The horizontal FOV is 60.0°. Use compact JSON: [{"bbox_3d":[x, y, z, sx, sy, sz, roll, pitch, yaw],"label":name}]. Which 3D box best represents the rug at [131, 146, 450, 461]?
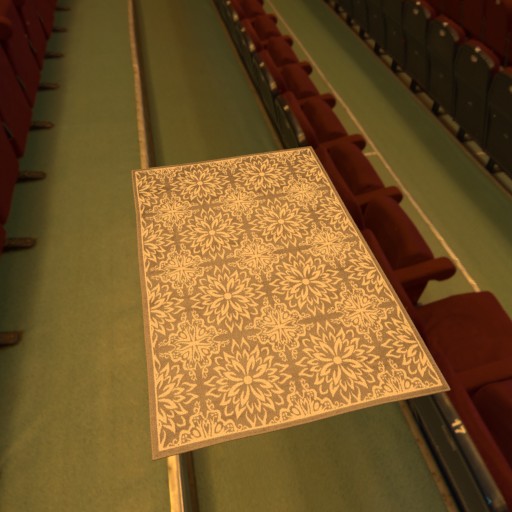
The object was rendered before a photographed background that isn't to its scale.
[{"bbox_3d":[0.000,0.000,2.350,1.224,0.012,1.847,-10,48,-9],"label":"rug"}]
